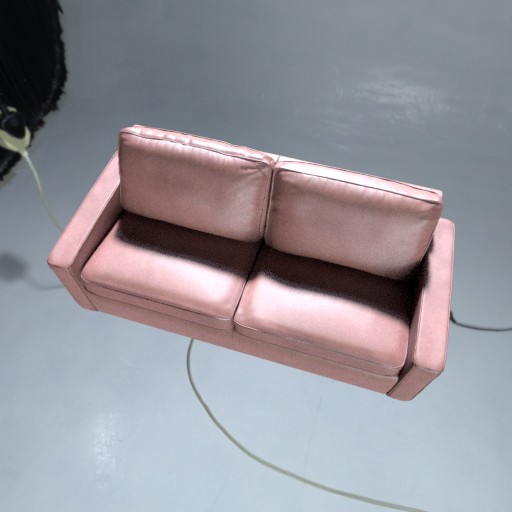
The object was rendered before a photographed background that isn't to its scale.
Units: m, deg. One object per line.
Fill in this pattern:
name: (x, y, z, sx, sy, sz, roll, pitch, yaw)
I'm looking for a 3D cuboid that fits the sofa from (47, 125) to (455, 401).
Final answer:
sofa: (0.000, 0.000, 2.509, 2.080, 0.919, 0.940, 14, 59, 9)
